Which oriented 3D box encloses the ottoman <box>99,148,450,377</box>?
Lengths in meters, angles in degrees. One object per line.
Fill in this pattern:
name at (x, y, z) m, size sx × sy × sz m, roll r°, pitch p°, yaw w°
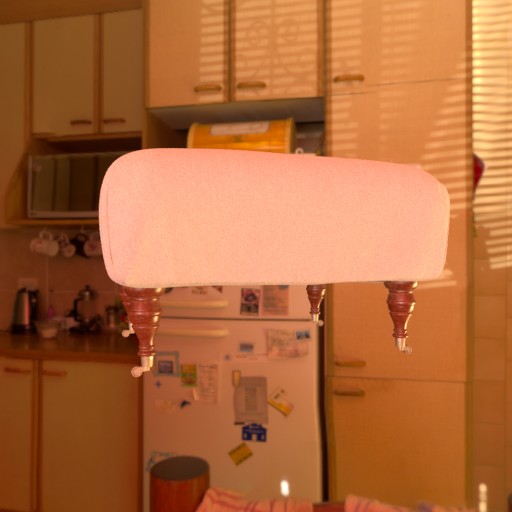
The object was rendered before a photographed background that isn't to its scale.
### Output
ottoman at (0.000, 0.000, 1.121) m, size 0.746 × 0.450 × 0.622 m, roll 0°, pitch 0°, yaw -19°
